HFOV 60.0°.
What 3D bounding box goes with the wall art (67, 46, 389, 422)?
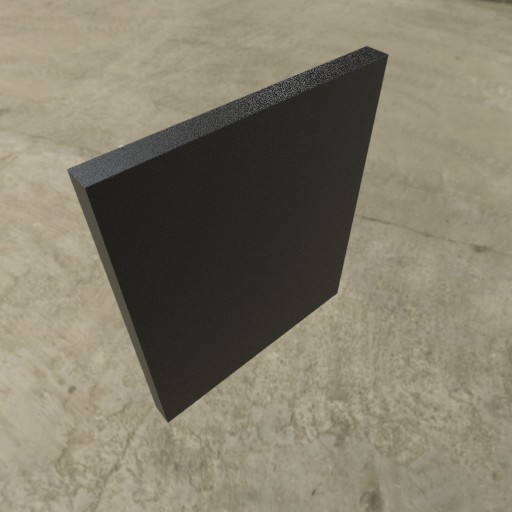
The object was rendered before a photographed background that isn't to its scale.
[{"bbox_3d":[0.000,0.000,0.513,0.325,0.380,0.028,-32,55,-27],"label":"wall art"}]
